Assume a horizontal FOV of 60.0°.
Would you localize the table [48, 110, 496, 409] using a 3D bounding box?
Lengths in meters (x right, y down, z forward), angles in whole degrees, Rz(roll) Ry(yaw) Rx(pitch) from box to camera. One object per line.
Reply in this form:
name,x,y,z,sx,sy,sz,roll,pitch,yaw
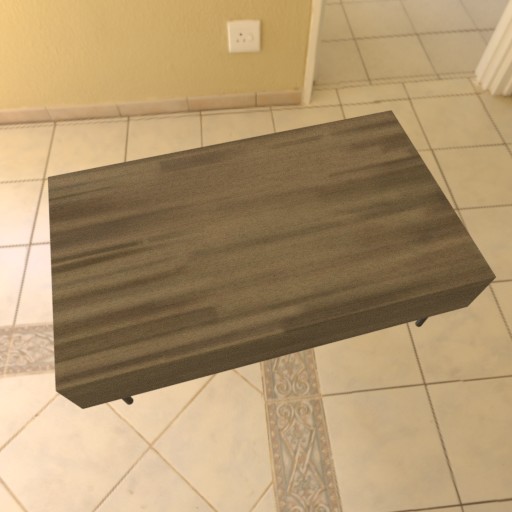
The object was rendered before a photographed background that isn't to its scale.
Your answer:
table,0.000,0.000,1.355,1.088,0.347,0.643,-13,60,-8
